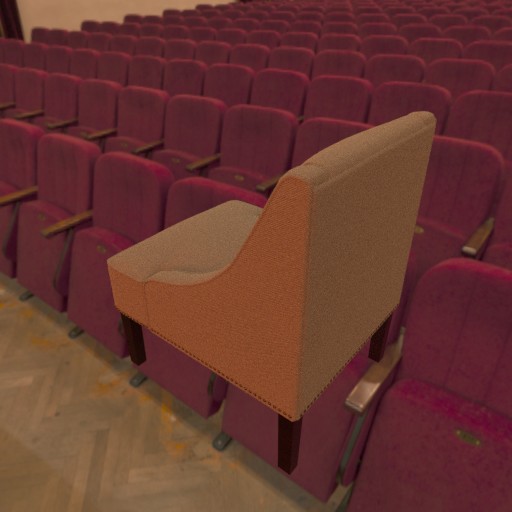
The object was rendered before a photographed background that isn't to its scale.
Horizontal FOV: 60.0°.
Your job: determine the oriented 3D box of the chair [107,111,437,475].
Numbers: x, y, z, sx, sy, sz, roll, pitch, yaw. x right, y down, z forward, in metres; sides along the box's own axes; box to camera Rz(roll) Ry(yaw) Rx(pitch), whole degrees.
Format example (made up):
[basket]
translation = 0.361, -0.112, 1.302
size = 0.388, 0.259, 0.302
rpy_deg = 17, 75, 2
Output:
[chair]
translation = 0.000, 0.000, 1.381
size = 0.748, 0.872, 0.628
rpy_deg = 23, 38, 33
